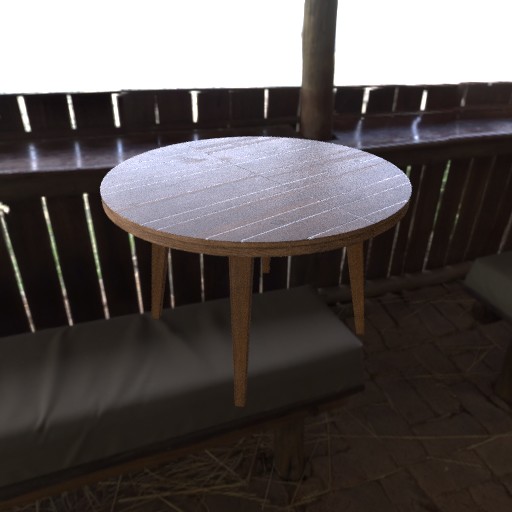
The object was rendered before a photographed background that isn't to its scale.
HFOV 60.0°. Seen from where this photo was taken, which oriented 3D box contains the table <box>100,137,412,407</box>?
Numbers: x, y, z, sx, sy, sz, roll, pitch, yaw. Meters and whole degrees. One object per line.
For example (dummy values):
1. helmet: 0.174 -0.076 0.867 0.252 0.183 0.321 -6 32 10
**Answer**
1. table: 0.000 0.000 1.993 1.213 0.764 1.213 0 29 0
